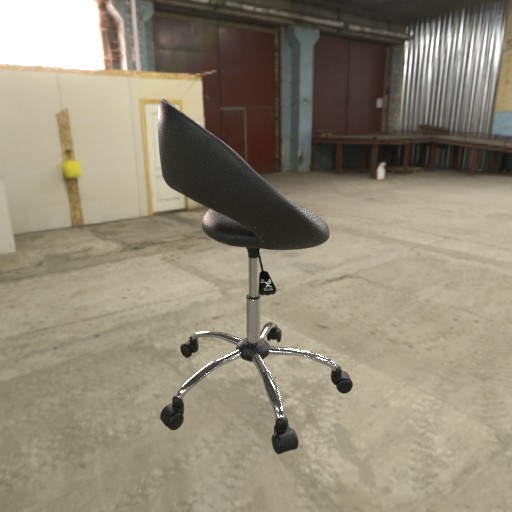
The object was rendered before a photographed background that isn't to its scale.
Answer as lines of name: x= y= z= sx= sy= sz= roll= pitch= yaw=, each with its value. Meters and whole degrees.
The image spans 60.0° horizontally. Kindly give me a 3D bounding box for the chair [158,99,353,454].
chair: x=0.000 y=0.000 z=1.189 sx=0.538 sy=0.791 sz=0.612 roll=-3 pitch=16 yaw=-9
